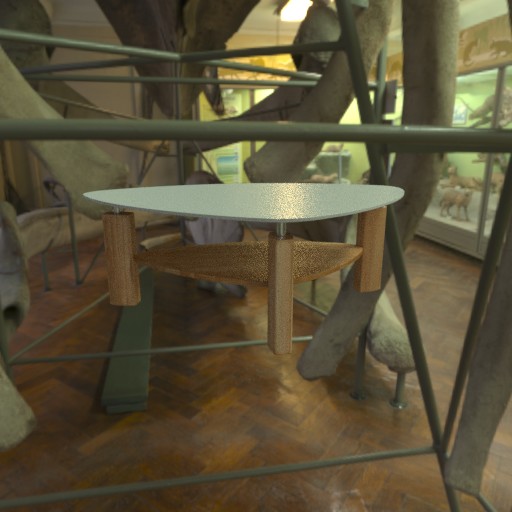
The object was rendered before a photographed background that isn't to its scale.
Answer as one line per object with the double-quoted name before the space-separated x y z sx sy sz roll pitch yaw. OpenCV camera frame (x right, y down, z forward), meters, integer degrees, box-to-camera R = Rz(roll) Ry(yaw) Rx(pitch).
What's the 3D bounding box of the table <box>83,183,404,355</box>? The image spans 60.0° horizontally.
"table" 0.000 0.000 1.640 1.250 0.440 0.850 -2 16 -8
